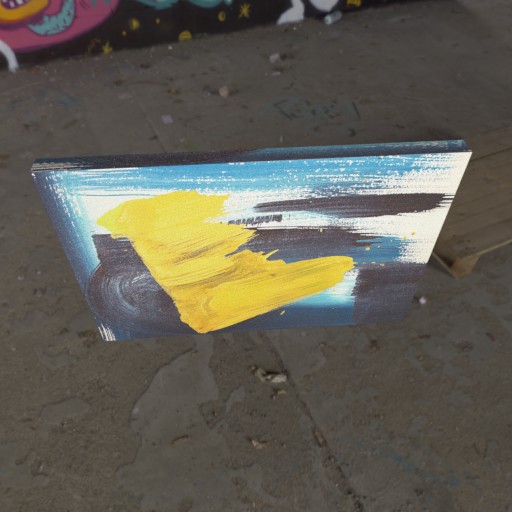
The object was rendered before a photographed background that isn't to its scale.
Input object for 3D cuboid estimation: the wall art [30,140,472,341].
[{"bbox_3d":[0.000,0.000,0.764,0.609,0.406,0.033,-3,46,-3],"label":"wall art"}]
